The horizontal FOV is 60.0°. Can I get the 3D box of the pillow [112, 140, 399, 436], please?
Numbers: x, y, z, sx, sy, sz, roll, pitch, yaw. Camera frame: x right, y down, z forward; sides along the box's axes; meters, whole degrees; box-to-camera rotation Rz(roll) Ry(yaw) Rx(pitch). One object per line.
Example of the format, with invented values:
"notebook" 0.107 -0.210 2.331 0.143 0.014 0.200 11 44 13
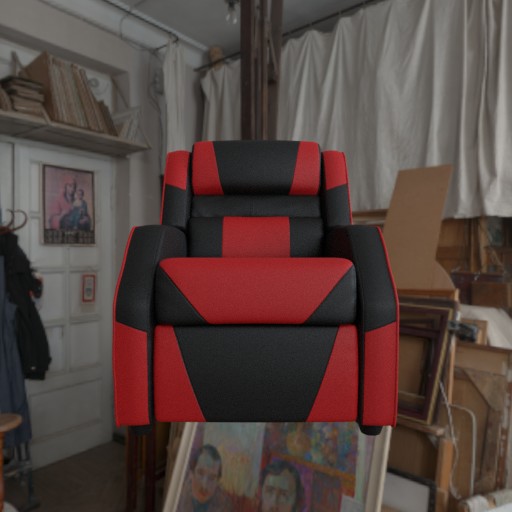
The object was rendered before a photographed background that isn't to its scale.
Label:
"pillow" 0.000 0.000 1.262 0.620 0.805 0.672 0 0 0
